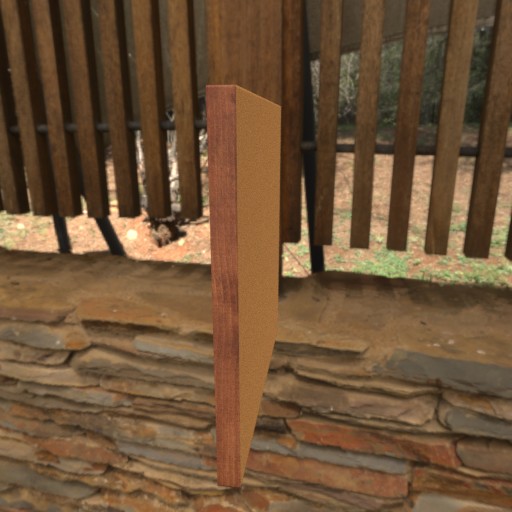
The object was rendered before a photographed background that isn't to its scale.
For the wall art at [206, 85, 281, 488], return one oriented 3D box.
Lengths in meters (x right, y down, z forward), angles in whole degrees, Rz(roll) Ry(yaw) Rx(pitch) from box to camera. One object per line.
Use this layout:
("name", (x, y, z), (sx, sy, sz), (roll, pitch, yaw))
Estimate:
("wall art", (0.000, 0.000, 0.857), (0.037, 0.572, 0.554), (2, 16, 8))
